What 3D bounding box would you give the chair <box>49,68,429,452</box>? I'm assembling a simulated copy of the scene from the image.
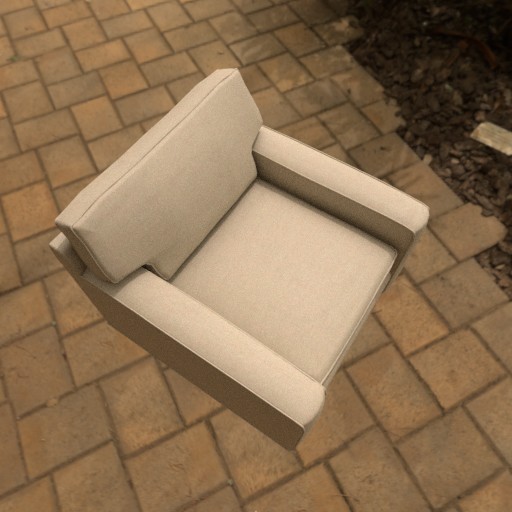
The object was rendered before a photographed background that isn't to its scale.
[{"bbox_3d":[0.000,0.000,1.801,1.043,0.913,0.998,30,64,16],"label":"chair"}]
